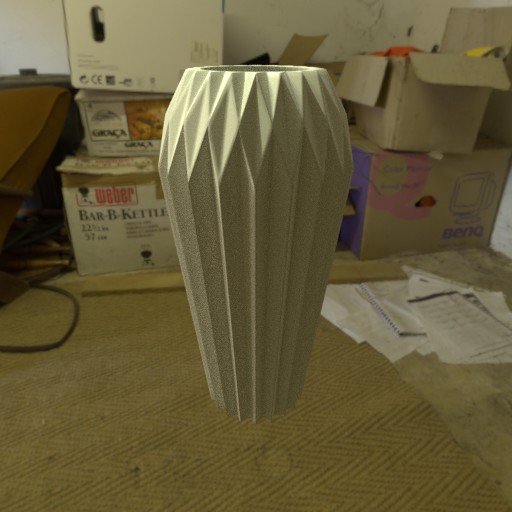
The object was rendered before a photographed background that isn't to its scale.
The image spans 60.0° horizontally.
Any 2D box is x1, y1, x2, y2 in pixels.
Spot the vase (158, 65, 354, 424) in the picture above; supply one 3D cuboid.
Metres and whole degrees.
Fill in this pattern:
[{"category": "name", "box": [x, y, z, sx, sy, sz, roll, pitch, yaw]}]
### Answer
[{"category": "vase", "box": [0.000, 0.000, 0.337, 0.133, 0.263, 0.133, 0, 26, 0]}]
